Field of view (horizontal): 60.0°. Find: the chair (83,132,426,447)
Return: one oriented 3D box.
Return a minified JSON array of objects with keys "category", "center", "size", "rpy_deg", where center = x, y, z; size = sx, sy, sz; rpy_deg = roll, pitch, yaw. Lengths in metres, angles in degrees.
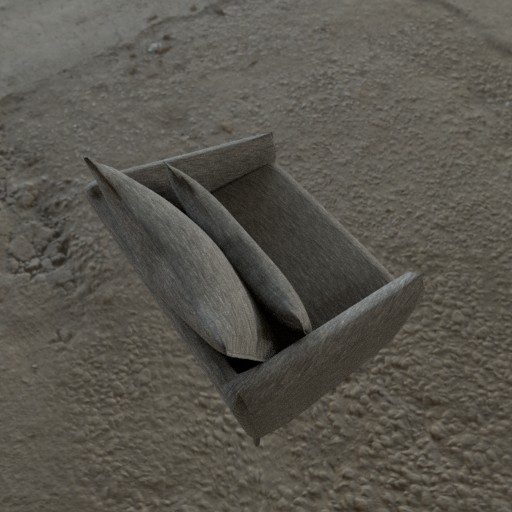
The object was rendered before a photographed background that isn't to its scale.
[{"category":"chair","center":[0.000,0.000,1.630],"size":[0.805,0.842,1.004],"rpy_deg":[-32,63,-18]}]
